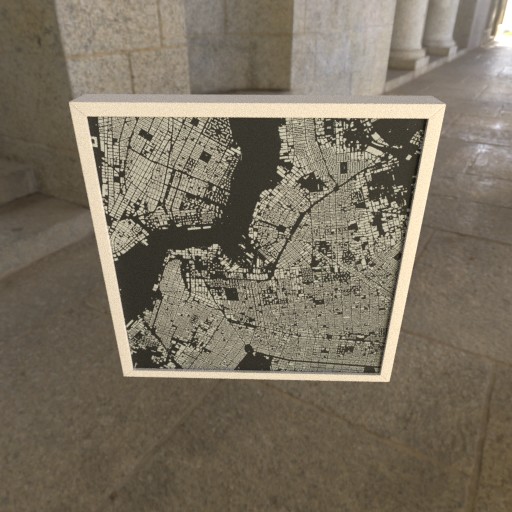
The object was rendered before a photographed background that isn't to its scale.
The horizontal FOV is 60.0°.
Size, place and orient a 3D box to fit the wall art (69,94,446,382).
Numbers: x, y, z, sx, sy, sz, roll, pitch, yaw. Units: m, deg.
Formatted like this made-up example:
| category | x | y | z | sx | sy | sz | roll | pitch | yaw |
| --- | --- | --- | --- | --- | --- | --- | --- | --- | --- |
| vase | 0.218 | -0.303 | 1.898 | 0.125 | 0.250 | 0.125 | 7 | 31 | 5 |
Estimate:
| category | x | y | z | sx | sy | sz | roll | pitch | yaw |
| --- | --- | --- | --- | --- | --- | --- | --- | --- | --- |
| wall art | 0.000 | 0.000 | 0.449 | 0.305 | 0.305 | 0.037 | 1 | 30 | 1 |
